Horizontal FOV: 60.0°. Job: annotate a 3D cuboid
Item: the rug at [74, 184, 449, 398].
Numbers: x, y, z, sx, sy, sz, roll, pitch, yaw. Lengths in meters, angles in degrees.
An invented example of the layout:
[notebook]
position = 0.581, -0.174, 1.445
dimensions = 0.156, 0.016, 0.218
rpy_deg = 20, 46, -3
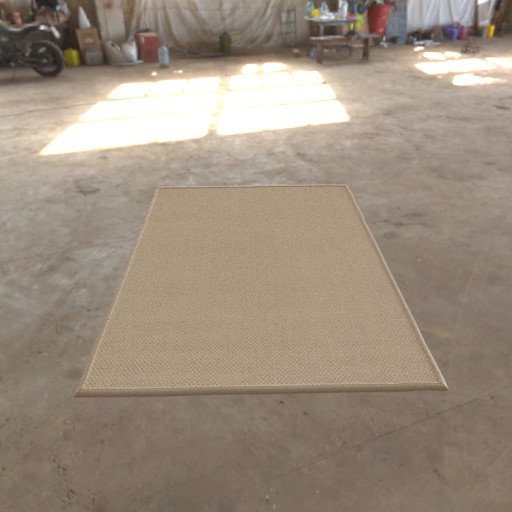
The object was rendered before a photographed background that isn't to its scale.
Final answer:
[rug]
position = 0.000, 0.000, 2.663
dimensions = 1.525, 0.020, 2.081
rpy_deg = -1, 33, -1
